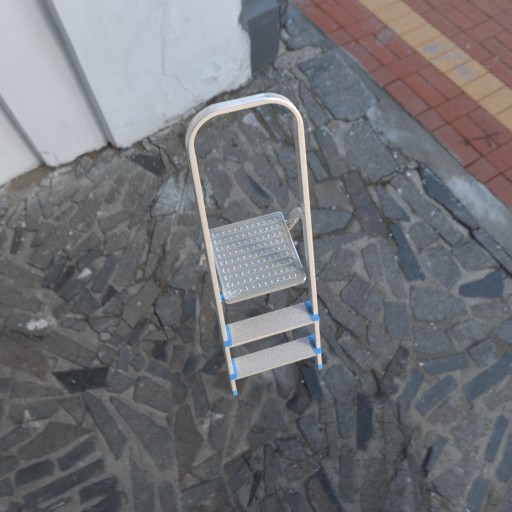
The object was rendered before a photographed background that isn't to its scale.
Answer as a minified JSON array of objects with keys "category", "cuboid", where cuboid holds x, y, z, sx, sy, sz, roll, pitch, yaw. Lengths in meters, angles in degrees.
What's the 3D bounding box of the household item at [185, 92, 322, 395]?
[{"category":"household item","cuboid":[0.000,0.000,1.547,0.420,1.215,0.687,-15,66,-7]}]
